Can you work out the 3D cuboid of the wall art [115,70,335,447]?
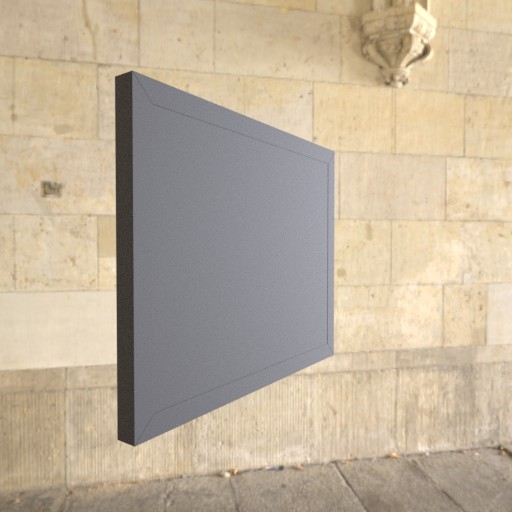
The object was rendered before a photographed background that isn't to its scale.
[{"bbox_3d":[0.000,0.000,0.559,0.024,0.329,0.404,1,2,35],"label":"wall art"}]
